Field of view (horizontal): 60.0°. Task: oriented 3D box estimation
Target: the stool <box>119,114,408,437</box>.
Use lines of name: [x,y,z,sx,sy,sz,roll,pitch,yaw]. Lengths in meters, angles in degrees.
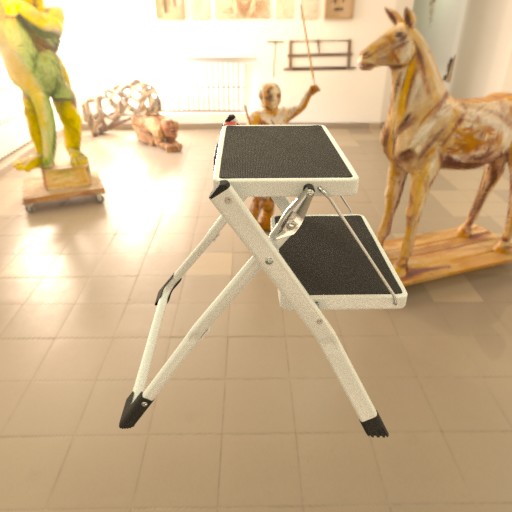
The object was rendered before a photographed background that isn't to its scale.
stool: [0.000,0.000,0.852,0.490,0.445,0.485,-1,30,-1]
